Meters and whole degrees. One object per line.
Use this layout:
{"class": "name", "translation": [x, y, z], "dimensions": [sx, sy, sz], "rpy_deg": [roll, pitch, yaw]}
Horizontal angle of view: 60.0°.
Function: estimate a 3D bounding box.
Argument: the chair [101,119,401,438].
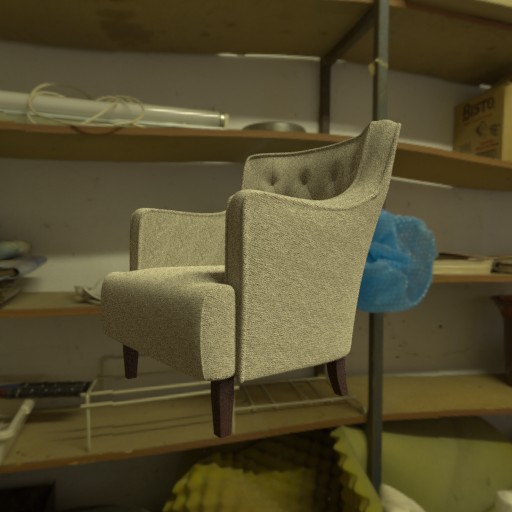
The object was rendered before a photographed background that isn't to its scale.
{"class": "chair", "translation": [0.000, 0.000, 1.648], "dimensions": [0.910, 0.920, 0.820], "rpy_deg": [-1, 1, -37]}
